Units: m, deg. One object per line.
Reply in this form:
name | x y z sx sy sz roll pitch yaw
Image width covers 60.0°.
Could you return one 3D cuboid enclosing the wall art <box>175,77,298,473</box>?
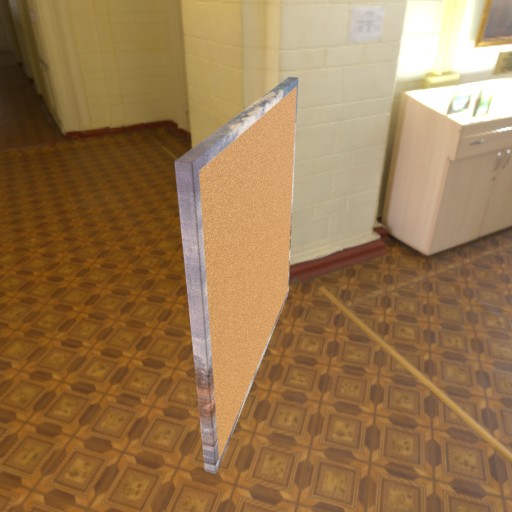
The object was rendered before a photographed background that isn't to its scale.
wall art | 0.000 0.000 1.553 0.040 1.020 1.010 9 32 14
